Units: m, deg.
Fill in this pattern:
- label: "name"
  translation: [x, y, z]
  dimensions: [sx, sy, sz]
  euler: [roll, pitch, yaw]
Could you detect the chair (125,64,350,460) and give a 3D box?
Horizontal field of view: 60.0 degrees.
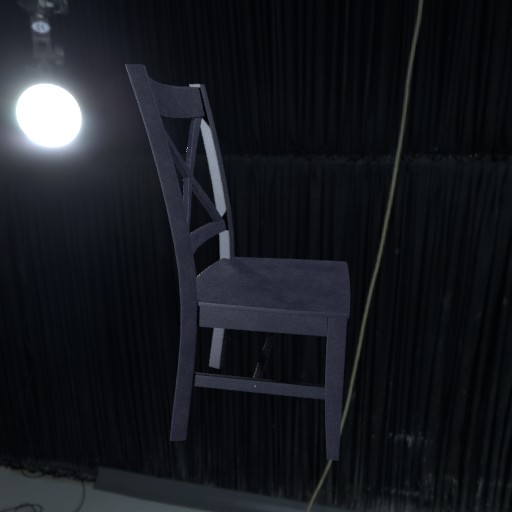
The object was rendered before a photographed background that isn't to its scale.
- label: "chair"
  translation: [0.000, 0.000, 1.289]
  dimensions: [0.542, 0.983, 0.485]
  euler: [3, 16, 10]
